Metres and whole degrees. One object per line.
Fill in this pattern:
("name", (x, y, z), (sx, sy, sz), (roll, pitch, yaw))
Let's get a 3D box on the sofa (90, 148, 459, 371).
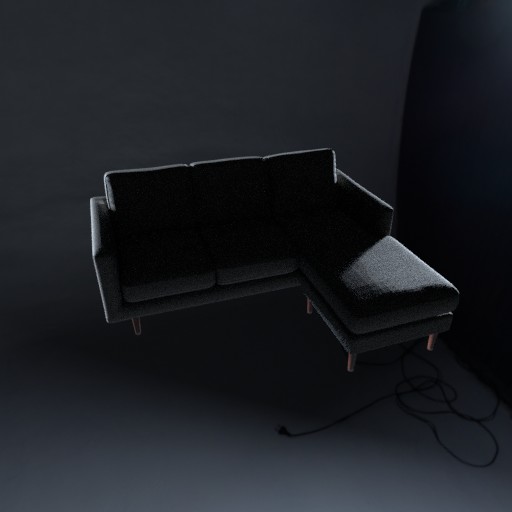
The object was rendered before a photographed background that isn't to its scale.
("sofa", (0.000, 0.000, 3.026), (2.055, 0.957, 1.667), (-10, 32, -16))
